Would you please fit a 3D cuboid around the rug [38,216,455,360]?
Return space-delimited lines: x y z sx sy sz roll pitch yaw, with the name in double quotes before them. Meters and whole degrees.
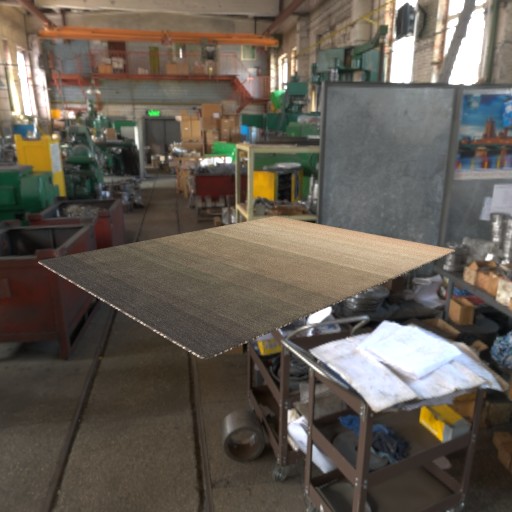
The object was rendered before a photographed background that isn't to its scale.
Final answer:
"rug" 0.000 0.000 3.899 2.902 0.017 2.306 -15 22 -42
